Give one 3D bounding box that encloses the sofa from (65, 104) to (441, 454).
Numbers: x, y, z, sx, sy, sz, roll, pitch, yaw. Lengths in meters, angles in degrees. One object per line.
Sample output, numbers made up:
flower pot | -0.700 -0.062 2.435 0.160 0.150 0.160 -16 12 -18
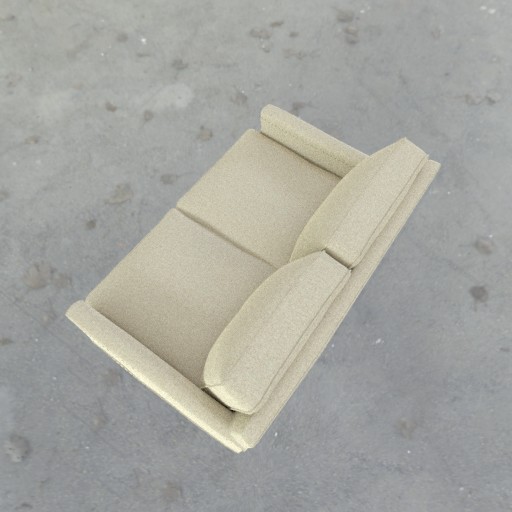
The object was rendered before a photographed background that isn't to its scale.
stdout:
sofa | 0.000 0.000 2.236 1.084 1.003 1.597 33 67 16
